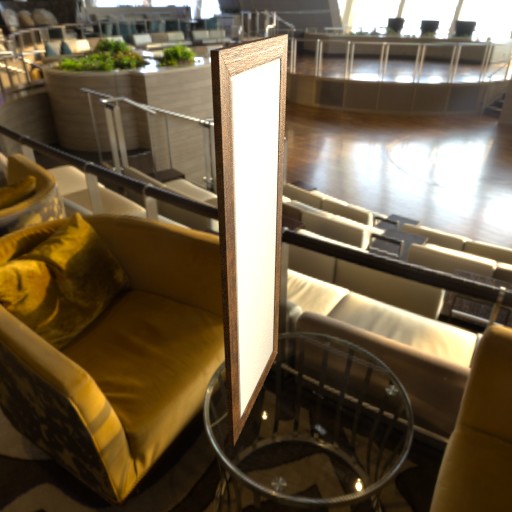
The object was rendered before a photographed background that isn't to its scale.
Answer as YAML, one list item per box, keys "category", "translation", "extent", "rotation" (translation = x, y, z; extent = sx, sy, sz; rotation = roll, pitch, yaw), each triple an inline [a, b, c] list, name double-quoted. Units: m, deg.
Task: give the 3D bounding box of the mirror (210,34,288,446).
- category: "mirror"
  translation: [0.000, 0.000, 2.317]
  extent: [0.032, 2.031, 0.812]
  rotation: [10, 32, 17]
